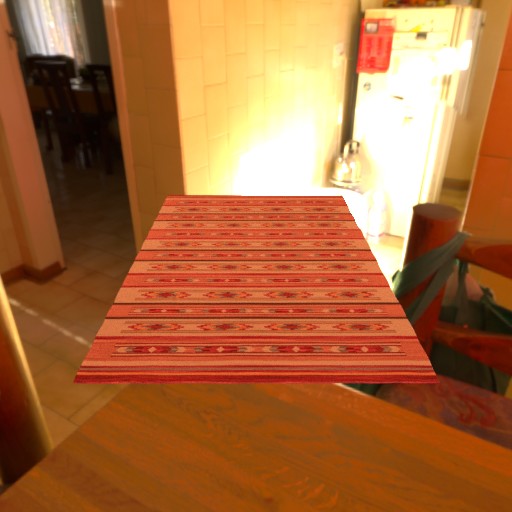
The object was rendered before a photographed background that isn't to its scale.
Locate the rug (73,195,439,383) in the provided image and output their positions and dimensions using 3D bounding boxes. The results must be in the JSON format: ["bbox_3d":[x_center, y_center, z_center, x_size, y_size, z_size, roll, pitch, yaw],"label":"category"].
[{"bbox_3d":[0.000,0.000,2.275,1.223,0.008,1.817,0,28,0],"label":"rug"}]
